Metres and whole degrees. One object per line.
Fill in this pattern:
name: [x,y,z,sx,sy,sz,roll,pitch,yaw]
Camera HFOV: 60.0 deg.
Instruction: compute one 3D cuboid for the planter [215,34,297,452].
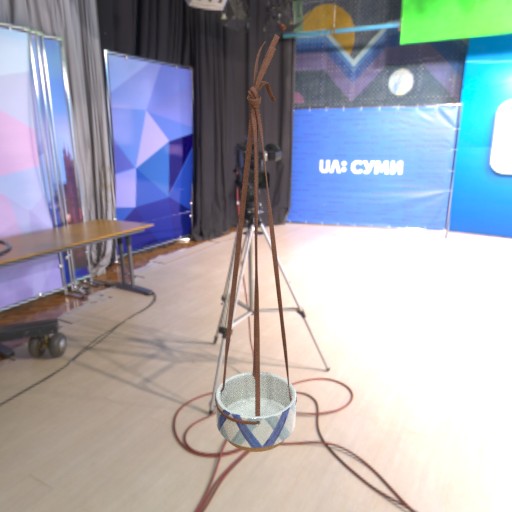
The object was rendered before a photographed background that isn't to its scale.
planter: [0.000,0.000,0.812,0.166,0.751,0.166,-2,17,-8]
